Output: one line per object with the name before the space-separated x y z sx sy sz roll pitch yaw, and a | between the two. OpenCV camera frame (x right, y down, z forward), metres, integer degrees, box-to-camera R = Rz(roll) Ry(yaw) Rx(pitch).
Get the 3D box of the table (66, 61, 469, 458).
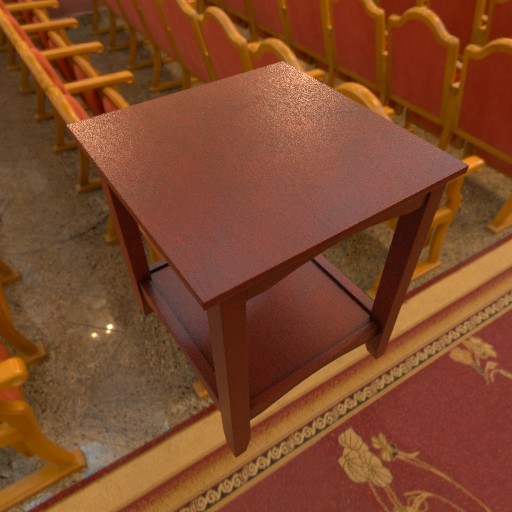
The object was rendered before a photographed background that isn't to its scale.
table | 0.000 0.000 0.967 0.522 0.558 0.523 -24 51 -22
